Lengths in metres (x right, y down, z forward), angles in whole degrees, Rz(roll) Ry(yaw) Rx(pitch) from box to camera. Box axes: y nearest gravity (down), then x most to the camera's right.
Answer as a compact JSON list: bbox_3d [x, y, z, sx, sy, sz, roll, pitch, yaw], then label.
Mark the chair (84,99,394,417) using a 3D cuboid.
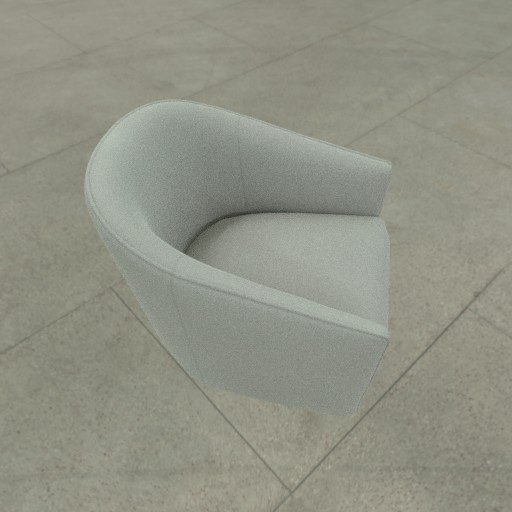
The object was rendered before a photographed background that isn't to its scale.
[{"bbox_3d":[0.000,0.000,1.452,0.875,0.799,0.747,9,49,8],"label":"chair"}]
